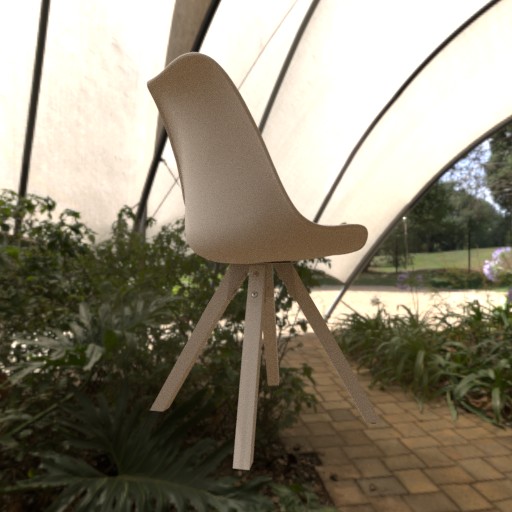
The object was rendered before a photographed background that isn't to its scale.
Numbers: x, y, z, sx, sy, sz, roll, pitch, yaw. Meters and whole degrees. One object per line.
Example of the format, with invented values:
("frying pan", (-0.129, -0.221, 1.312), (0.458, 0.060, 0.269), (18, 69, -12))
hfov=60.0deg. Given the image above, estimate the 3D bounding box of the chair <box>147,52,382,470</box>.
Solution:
("chair", (0.000, 0.000, 1.160), (0.550, 0.850, 0.485), (0, 0, -36))
